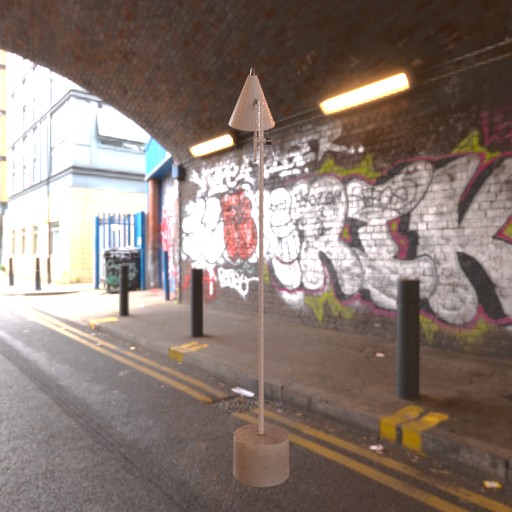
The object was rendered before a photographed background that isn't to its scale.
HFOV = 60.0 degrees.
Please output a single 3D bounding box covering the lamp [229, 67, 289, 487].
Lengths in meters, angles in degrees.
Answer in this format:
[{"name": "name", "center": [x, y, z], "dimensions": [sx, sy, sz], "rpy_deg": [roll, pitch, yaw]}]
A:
[{"name": "lamp", "center": [0.000, 0.000, 1.623], "dimensions": [0.223, 1.430, 0.508], "rpy_deg": [0, 0, 0]}]
